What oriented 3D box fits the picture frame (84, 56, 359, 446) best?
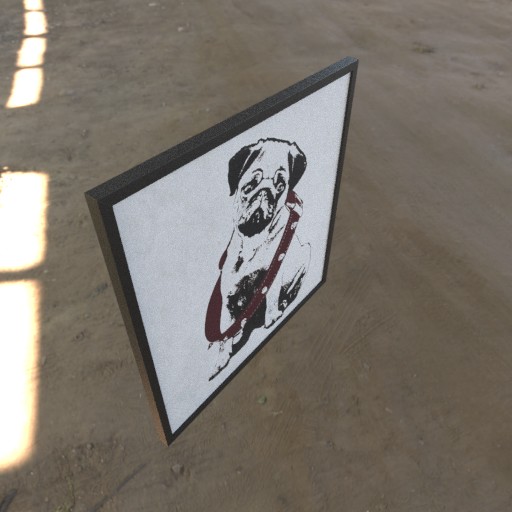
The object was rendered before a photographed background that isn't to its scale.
[{"bbox_3d":[0.000,0.000,1.129,0.032,0.775,0.775,28,49,28],"label":"picture frame"}]
